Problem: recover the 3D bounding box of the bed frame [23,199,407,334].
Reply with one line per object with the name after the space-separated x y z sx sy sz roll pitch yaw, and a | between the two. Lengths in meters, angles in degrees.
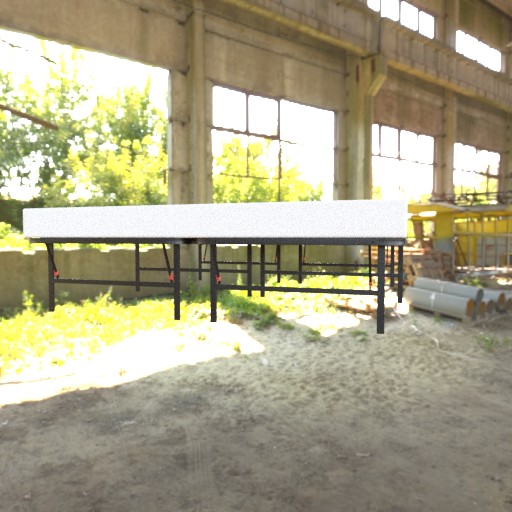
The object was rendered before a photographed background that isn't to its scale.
0.000 0.000 3.015 1.930 0.559 2.032 1 3 18 | bed frame
